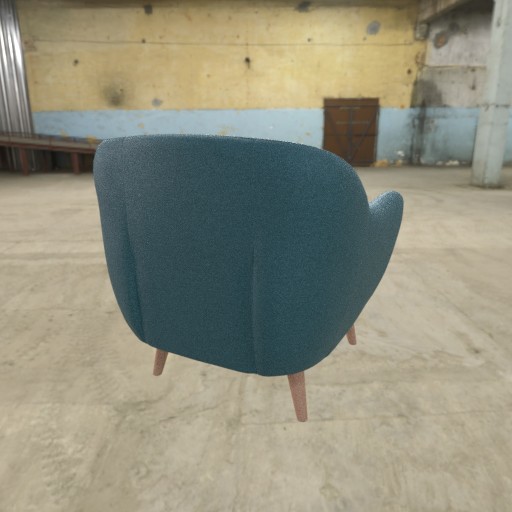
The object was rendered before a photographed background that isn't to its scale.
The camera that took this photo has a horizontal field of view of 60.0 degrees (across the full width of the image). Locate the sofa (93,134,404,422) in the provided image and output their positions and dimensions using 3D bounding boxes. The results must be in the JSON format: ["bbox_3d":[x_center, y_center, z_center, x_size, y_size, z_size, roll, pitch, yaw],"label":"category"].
[{"bbox_3d":[0.000,0.000,1.520,0.836,0.817,0.825,8,18,26],"label":"sofa"}]
